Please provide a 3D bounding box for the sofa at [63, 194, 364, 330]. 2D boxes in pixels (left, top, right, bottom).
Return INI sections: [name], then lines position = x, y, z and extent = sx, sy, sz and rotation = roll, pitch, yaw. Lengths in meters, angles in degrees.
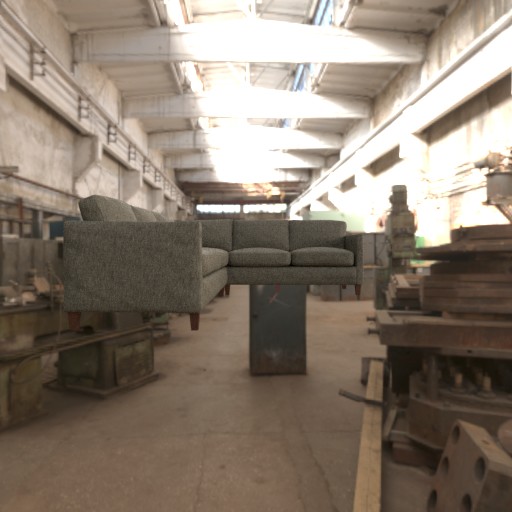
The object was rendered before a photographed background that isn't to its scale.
[sofa]
position = 0.000, 0.000, 4.511
extent = 2.593, 0.947, 3.302
rotation = 0, 1, 0
